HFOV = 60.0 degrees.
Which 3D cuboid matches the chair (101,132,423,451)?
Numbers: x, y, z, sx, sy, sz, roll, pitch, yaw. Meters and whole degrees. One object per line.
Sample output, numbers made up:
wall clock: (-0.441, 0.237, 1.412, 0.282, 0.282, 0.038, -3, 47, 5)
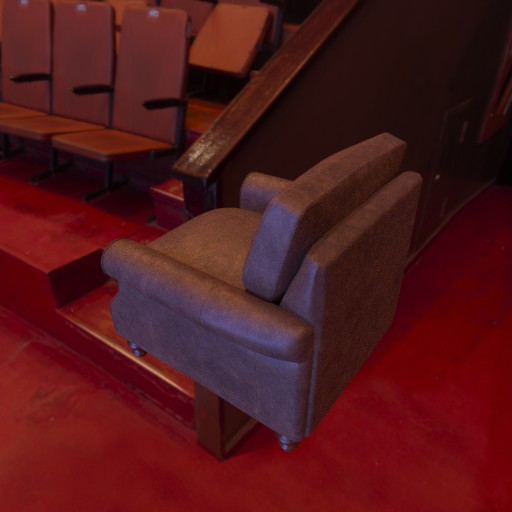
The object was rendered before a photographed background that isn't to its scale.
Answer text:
chair: (0.000, 0.000, 1.812, 1.002, 0.976, 0.996, 21, 38, 30)
